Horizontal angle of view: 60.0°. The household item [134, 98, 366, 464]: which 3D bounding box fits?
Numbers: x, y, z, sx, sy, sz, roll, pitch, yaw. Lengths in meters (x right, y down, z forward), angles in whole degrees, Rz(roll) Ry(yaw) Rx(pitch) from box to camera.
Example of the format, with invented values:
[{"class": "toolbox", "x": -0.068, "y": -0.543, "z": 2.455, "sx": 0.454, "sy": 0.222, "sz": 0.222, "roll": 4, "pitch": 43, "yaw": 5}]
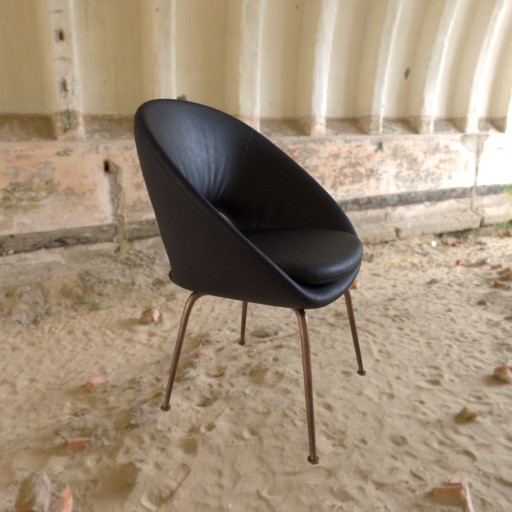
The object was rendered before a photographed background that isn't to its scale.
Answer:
[{"class": "household item", "x": 0.000, "y": 0.000, "z": 1.254, "sx": 0.573, "sy": 0.852, "sz": 0.623, "roll": 8, "pitch": 18, "yaw": 26}]
